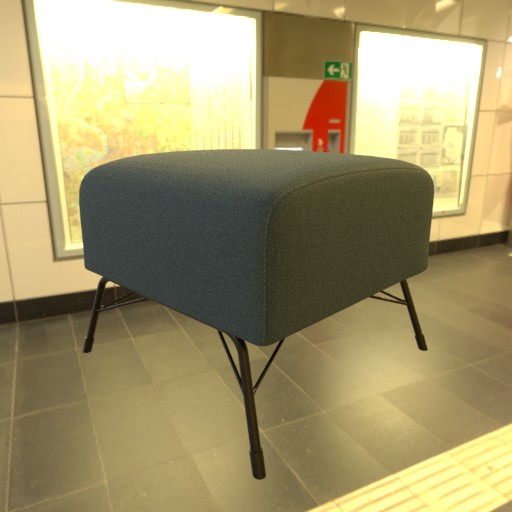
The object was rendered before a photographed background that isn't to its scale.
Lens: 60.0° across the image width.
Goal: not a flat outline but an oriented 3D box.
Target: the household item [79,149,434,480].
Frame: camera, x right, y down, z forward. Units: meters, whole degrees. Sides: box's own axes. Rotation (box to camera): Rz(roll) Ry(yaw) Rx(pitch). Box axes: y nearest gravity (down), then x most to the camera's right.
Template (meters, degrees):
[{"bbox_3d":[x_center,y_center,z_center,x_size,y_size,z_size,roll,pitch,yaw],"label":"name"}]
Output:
[{"bbox_3d":[0.000,0.000,0.898,0.530,0.420,0.530,15,21,42],"label":"household item"}]
